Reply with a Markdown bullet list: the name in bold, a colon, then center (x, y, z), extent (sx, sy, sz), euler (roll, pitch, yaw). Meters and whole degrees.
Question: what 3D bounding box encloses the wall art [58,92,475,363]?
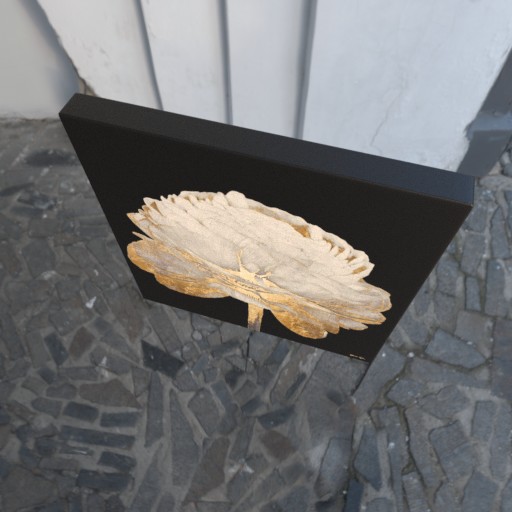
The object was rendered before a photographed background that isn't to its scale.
- **wall art**: center (0.000, 0.000, 0.594), extent (0.406, 0.407, 0.041), euler (14, 58, 9)
